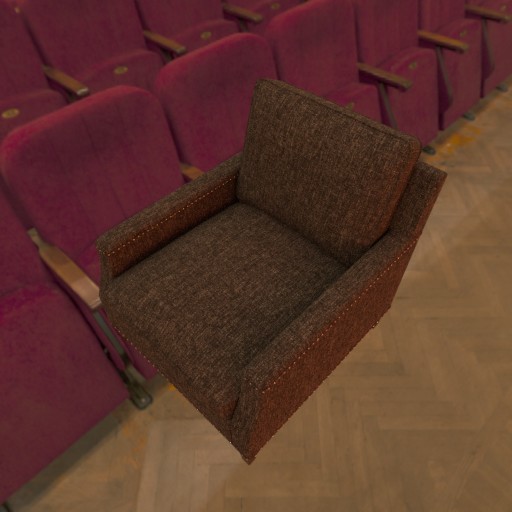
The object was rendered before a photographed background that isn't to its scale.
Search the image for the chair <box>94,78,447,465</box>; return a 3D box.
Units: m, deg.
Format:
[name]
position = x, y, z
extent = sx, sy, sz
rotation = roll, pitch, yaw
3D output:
[chair]
position = 0.000, 0.000, 1.684
extent = 0.853, 0.943, 1.014
rotation = 35, 56, 28
